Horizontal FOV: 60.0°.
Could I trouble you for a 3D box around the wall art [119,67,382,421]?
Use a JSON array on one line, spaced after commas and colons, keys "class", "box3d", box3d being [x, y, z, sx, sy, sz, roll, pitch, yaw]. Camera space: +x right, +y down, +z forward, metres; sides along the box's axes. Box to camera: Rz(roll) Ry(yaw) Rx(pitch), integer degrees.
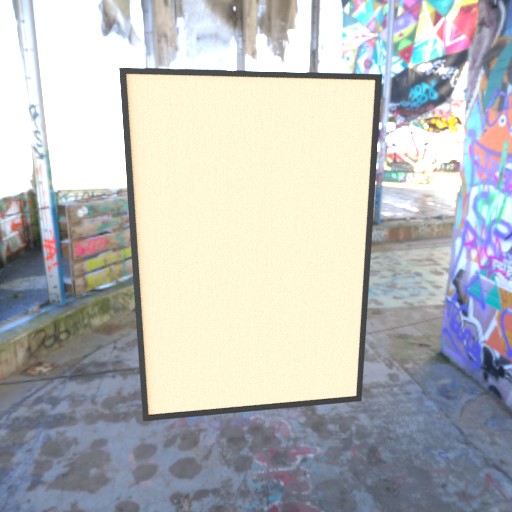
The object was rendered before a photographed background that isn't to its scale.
[{"class": "wall art", "box3d": [0.000, 0.000, 0.849, 0.460, 0.660, 0.013, -2, 14, -9]}]
